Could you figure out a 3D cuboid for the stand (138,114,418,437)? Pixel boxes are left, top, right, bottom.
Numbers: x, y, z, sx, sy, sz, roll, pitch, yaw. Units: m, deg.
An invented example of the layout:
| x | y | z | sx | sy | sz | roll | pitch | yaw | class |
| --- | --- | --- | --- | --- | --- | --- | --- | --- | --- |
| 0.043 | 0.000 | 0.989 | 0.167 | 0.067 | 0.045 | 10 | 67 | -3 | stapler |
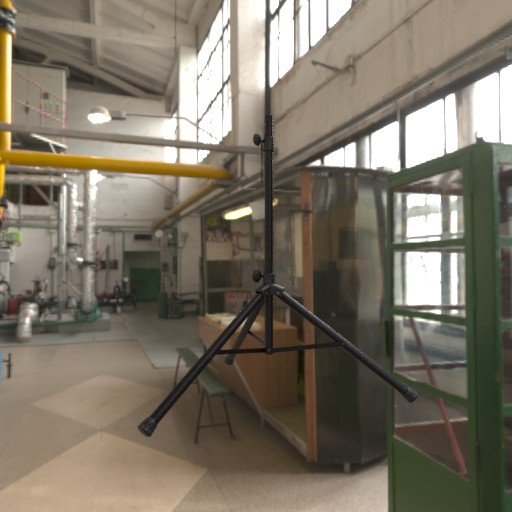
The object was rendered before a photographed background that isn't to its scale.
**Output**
| x | y | z | sx | sy | sz | roll | pitch | yaw | class |
| --- | --- | --- | --- | --- | --- | --- | --- | --- | --- |
| 0.000 | 0.000 | 1.937 | 1.045 | 1.136 | 0.907 | 0 | -1 | -18 | stand |
